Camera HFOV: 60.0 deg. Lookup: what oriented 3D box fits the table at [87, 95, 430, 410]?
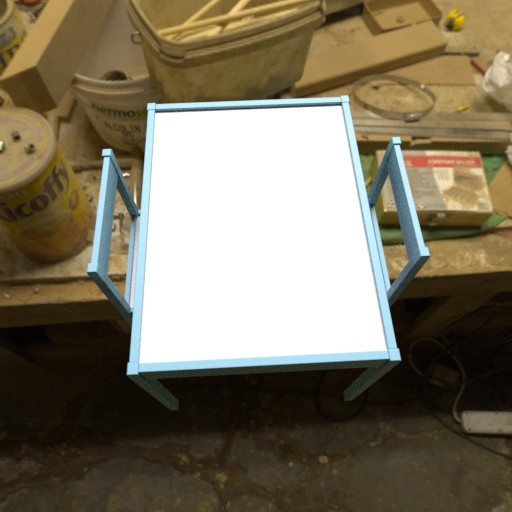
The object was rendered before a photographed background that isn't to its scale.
[{"bbox_3d":[0.000,0.000,1.097,0.633,0.503,0.639,-3,64,-1],"label":"table"}]
